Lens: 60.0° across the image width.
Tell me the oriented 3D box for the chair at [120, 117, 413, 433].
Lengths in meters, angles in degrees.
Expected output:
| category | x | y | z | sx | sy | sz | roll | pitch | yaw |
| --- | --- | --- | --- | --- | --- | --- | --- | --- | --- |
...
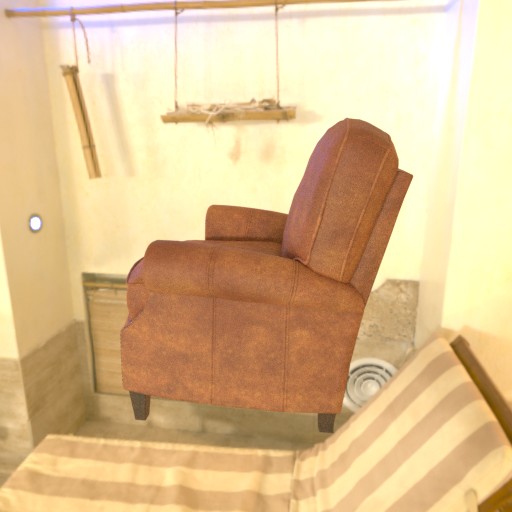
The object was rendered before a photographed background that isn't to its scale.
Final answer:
| category | x | y | z | sx | sy | sz | roll | pitch | yaw |
| --- | --- | --- | --- | --- | --- | --- | --- | --- | --- |
| chair | 0.000 | 0.000 | 1.717 | 0.986 | 1.018 | 0.936 | 2 | 15 | 7 |
